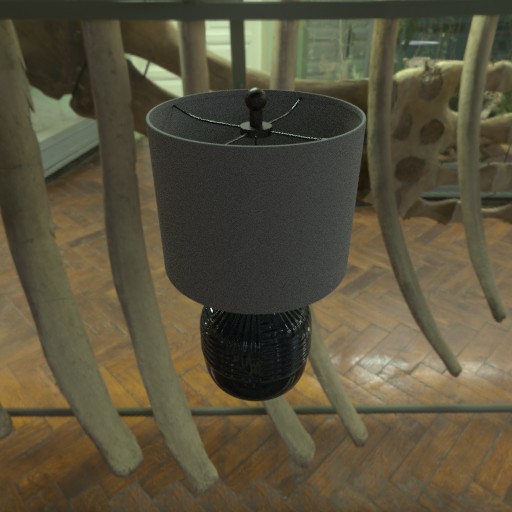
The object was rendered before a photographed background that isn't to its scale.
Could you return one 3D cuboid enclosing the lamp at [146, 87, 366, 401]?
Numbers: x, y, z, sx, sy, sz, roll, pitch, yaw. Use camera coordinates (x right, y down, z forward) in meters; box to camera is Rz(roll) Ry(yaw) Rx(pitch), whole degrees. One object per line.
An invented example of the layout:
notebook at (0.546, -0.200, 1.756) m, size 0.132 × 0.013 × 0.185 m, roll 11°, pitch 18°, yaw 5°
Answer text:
lamp at (0.000, 0.000, 0.783) m, size 0.318 × 0.567 × 0.318 m, roll 0°, pitch 32°, yaw 0°
